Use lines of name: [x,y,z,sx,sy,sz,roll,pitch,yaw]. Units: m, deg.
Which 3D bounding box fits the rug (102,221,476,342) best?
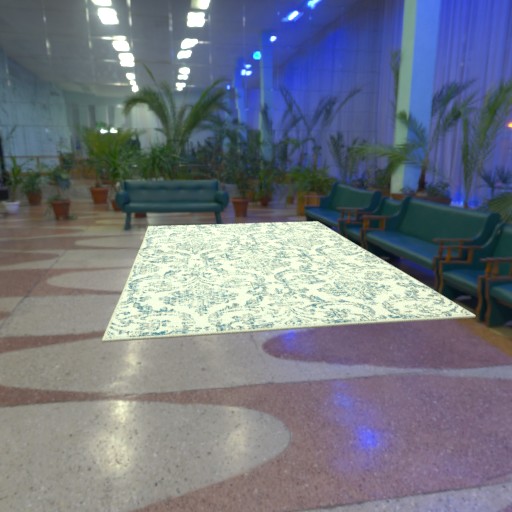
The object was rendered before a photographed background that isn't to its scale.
rug: [0.000,0.000,3.409,1.819,0.018,2.746,-2,15,-9]
